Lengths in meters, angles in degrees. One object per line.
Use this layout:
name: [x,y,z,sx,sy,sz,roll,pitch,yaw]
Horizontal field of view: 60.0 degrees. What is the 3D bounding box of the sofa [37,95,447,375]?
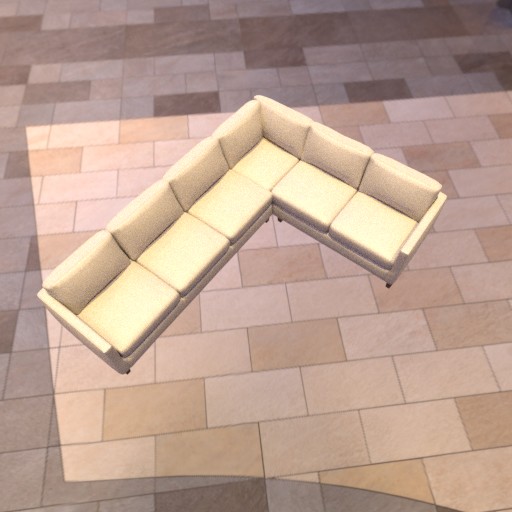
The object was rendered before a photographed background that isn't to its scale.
sofa: [0.000,0.000,4.464,2.522,0.934,3.333,33,64,19]
